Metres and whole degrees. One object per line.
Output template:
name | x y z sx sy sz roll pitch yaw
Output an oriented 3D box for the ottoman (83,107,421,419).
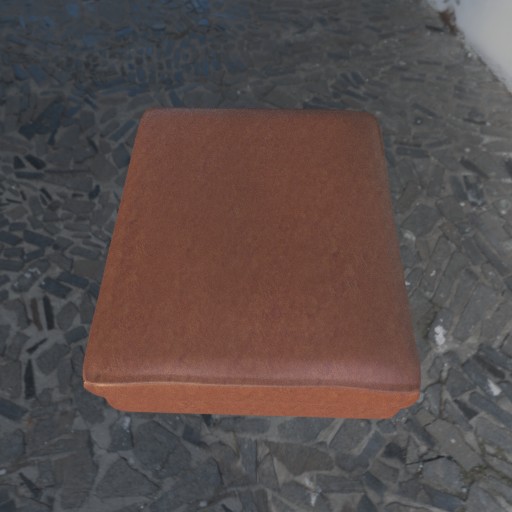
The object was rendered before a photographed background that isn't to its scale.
ottoman | 0.000 0.000 1.449 0.836 0.472 0.987 1 59 1
